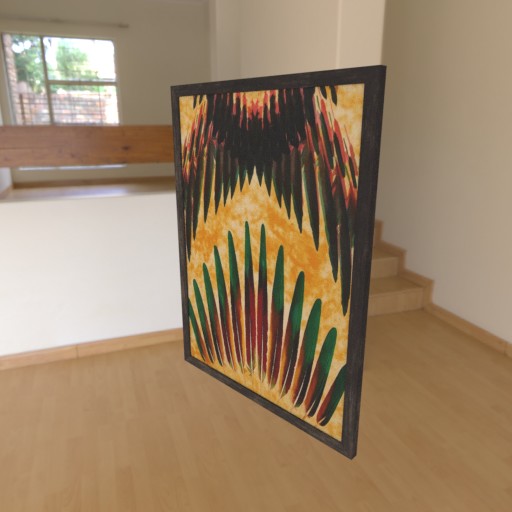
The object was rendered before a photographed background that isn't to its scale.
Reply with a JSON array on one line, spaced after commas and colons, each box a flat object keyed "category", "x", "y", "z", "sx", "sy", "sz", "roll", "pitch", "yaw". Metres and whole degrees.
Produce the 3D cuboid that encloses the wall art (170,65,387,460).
[{"category": "wall art", "x": 0.000, "y": 0.000, "z": 1.425, "sx": 0.812, "sy": 1.066, "sz": 0.029, "roll": 16, "pitch": 23, "yaw": 42}]
